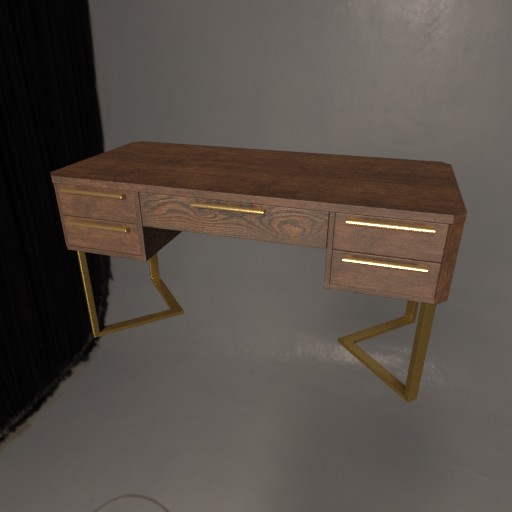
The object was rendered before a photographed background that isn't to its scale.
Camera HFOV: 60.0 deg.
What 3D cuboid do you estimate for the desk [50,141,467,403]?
[{"bbox_3d":[0.000,0.000,1.911,1.479,0.762,0.684,8,27,16],"label":"desk"}]
